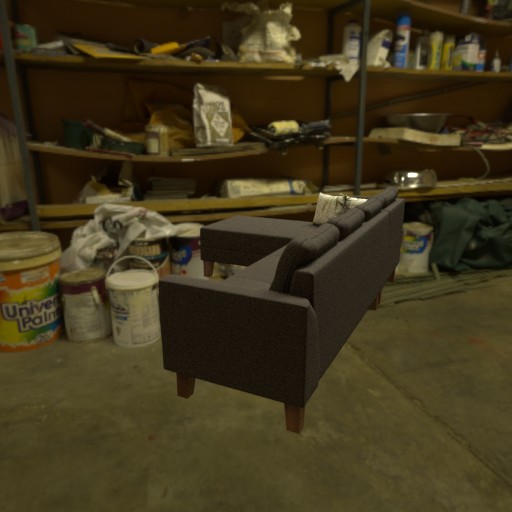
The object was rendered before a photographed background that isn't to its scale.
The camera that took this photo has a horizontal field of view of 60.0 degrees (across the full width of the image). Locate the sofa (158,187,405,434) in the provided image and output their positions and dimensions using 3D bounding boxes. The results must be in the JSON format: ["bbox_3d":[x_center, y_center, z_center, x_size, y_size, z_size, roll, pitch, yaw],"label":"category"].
[{"bbox_3d":[0.000,0.000,3.493,1.829,0.932,2.679,8,17,26],"label":"sofa"}]
